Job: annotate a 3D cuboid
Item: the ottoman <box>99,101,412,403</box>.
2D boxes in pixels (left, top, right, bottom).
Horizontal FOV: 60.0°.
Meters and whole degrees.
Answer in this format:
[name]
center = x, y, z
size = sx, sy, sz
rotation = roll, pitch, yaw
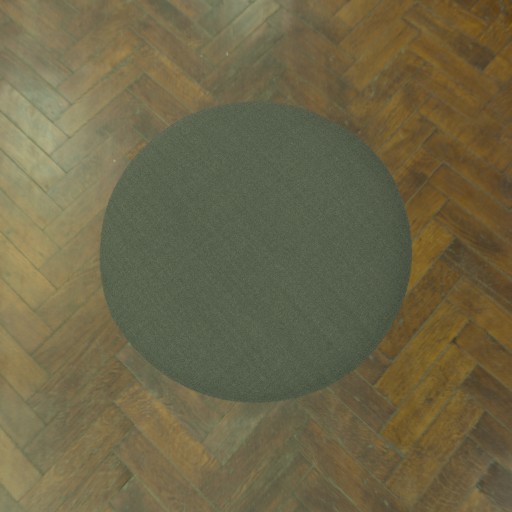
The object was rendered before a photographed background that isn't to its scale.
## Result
[ottoman]
center = 0.000, 0.000, 1.237
size = 0.772, 0.460, 0.772
rotation = 0, 75, 0
